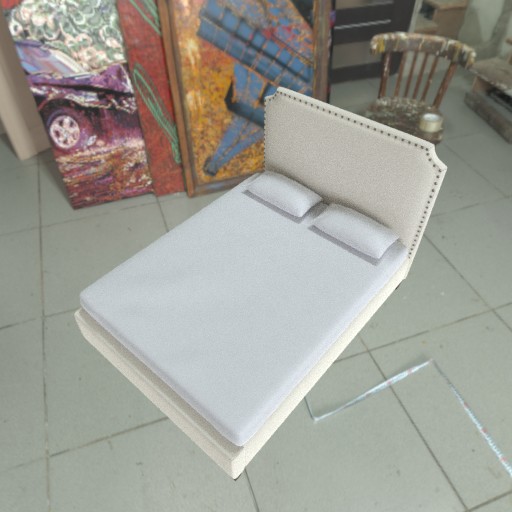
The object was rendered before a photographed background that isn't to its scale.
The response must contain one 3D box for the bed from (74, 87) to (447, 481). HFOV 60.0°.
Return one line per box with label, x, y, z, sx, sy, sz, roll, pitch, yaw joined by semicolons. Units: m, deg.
bed;0.000;0.000;3.442;1.712;1.497;2.372;32;54;27
